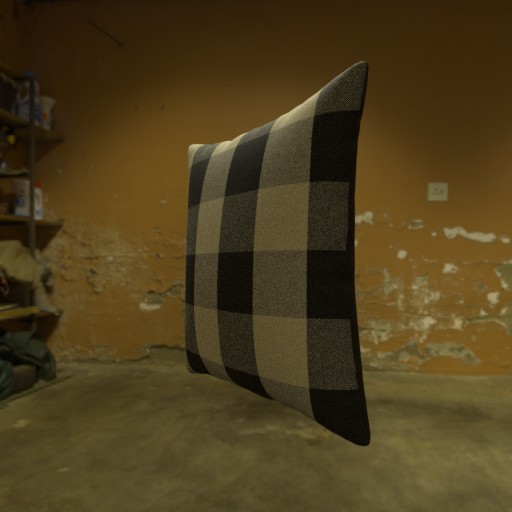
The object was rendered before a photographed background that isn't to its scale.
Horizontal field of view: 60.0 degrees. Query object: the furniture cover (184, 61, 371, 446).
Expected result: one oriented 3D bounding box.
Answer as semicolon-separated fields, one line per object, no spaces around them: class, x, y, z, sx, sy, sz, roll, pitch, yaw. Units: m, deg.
furniture cover;0.000;0.000;0.789;0.161;0.509;0.511;1;-2;-35
